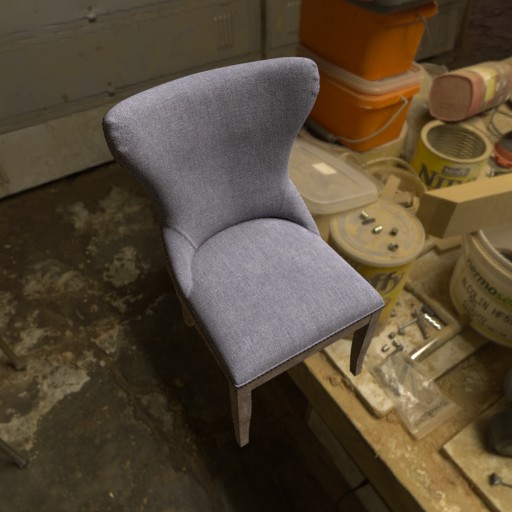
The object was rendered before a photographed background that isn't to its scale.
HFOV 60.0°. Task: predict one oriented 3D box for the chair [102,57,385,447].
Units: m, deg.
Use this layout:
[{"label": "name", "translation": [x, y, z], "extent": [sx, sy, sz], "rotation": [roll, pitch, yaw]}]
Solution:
[{"label": "chair", "translation": [0.000, 0.000, 1.434], "extent": [0.654, 1.002, 0.681], "rotation": [-24, 52, -21]}]
